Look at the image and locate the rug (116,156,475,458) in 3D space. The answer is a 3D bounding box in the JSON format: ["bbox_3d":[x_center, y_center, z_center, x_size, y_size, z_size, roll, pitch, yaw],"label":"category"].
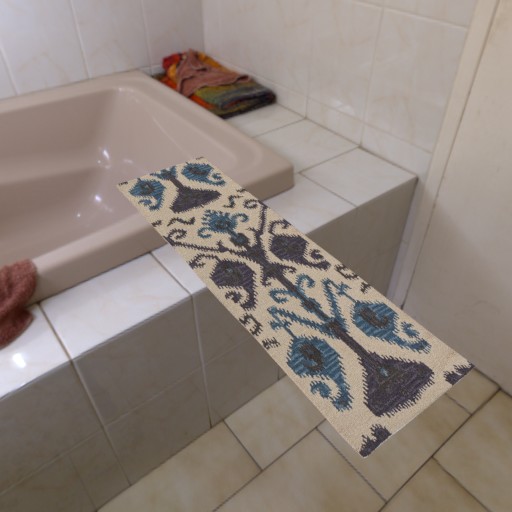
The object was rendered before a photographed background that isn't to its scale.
[{"bbox_3d":[0.000,0.000,2.469,0.692,0.017,2.301,-26,47,-26],"label":"rug"}]
